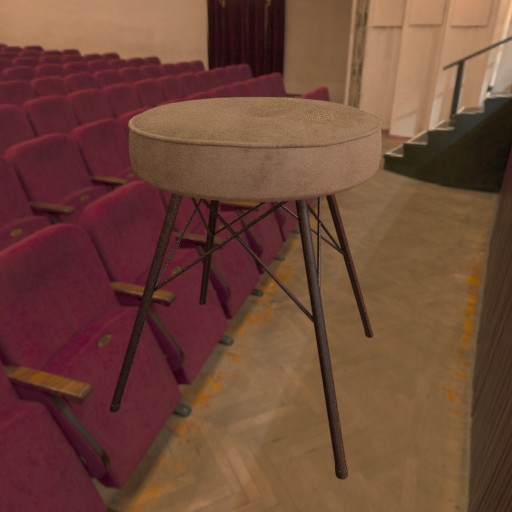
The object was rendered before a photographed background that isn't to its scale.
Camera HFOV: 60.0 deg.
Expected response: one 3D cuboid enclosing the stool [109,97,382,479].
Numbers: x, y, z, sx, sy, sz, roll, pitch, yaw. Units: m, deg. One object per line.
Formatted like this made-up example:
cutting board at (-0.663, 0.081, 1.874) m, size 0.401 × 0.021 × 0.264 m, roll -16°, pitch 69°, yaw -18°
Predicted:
stool at (0.000, 0.000, 0.840) m, size 0.457 × 0.538 × 0.423 m, roll 9°, pitch 28°, yaw 17°
